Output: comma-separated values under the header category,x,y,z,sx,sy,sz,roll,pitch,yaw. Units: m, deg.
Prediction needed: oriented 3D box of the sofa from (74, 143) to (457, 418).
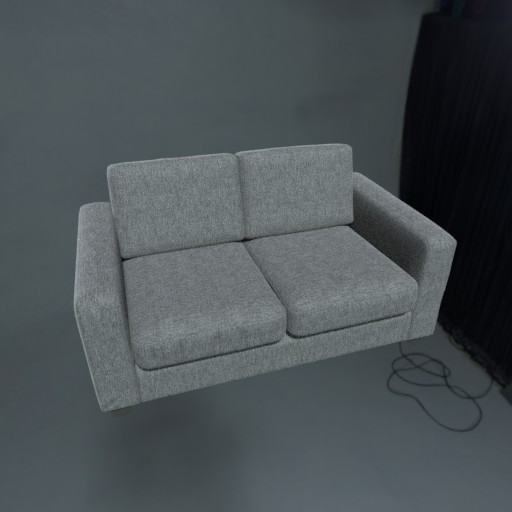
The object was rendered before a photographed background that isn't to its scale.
category,x,y,z,sx,sy,sz,roll,pitch,yaw
sofa,0.000,0.000,2.043,1.520,0.800,0.900,-9,32,-15
